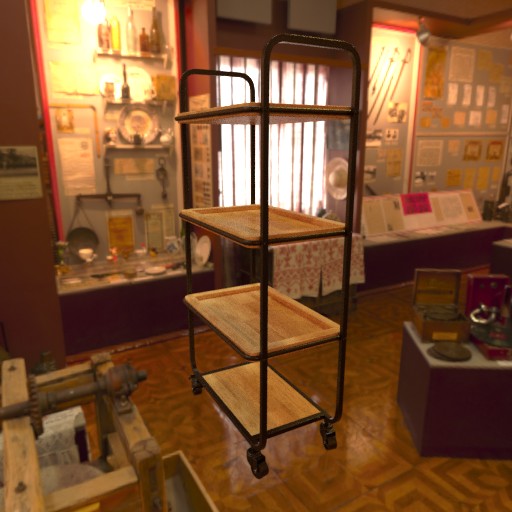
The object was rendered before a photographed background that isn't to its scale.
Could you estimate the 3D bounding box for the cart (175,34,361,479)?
[{"bbox_3d":[0.000,0.000,1.306,0.321,1.080,0.545,-8,16,-28],"label":"cart"}]
